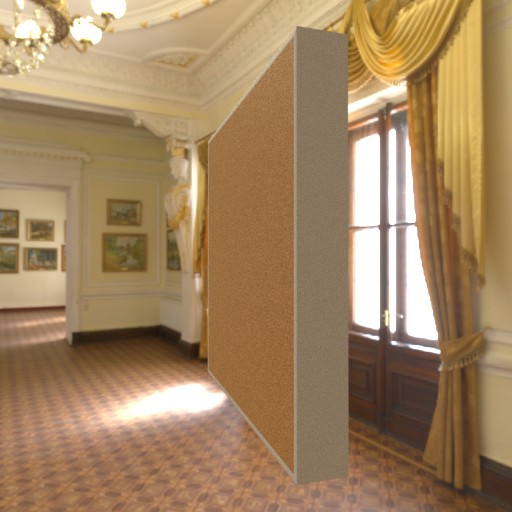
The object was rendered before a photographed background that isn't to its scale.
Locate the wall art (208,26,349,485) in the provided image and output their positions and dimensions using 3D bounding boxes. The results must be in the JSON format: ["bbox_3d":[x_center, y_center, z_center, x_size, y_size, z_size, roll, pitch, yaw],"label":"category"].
[{"bbox_3d":[0.000,0.000,0.445,0.038,0.304,0.305,0,0,-17],"label":"wall art"}]
